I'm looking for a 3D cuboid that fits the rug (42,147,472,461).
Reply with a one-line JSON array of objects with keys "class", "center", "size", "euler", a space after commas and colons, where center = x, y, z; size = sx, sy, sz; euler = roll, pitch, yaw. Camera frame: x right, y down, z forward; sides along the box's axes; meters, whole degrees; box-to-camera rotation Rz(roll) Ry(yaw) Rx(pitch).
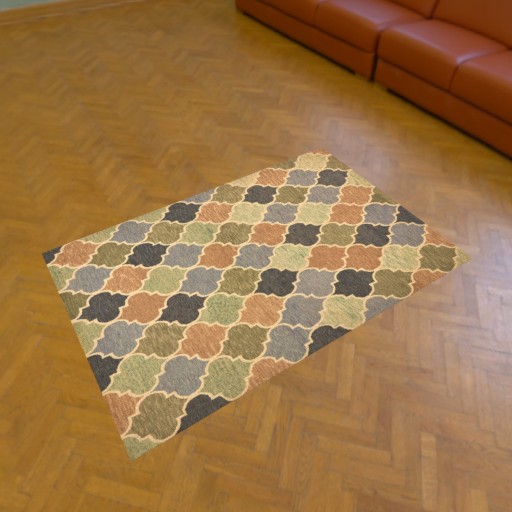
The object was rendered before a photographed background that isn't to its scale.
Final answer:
[{"class": "rug", "center": [0.000, 0.000, 2.261], "size": [1.828, 0.006, 1.216], "euler": [-25, 51, -22]}]
